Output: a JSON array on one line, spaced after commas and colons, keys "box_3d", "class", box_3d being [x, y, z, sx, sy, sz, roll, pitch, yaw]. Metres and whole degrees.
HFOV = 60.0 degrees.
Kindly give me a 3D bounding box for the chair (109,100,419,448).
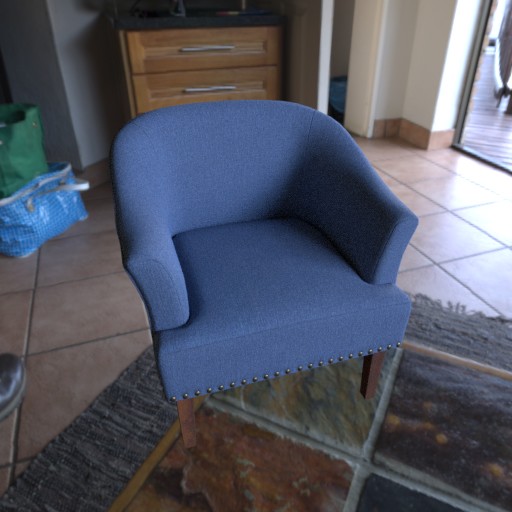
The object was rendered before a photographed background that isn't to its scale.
[{"box_3d": [0.000, 0.000, 1.398, 0.798, 0.815, 0.704, -9, 32, -15], "class": "chair"}]
